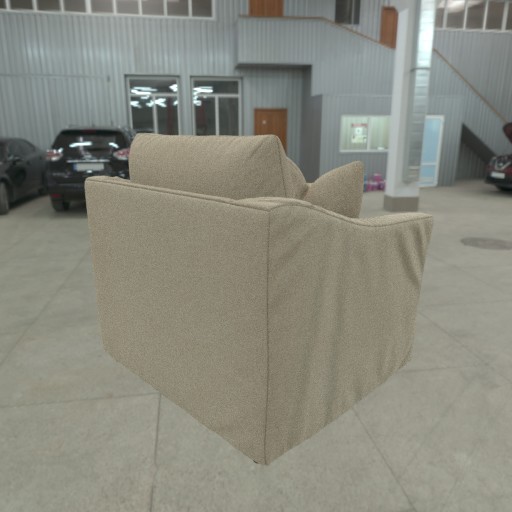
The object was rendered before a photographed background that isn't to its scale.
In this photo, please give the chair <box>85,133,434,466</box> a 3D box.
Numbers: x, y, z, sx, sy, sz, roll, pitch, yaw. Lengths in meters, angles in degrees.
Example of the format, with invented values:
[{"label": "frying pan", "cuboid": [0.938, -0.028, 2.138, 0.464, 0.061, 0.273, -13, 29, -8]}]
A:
[{"label": "chair", "cuboid": [0.000, 0.000, 2.044, 1.071, 1.093, 1.194, -15, 22, -42]}]
